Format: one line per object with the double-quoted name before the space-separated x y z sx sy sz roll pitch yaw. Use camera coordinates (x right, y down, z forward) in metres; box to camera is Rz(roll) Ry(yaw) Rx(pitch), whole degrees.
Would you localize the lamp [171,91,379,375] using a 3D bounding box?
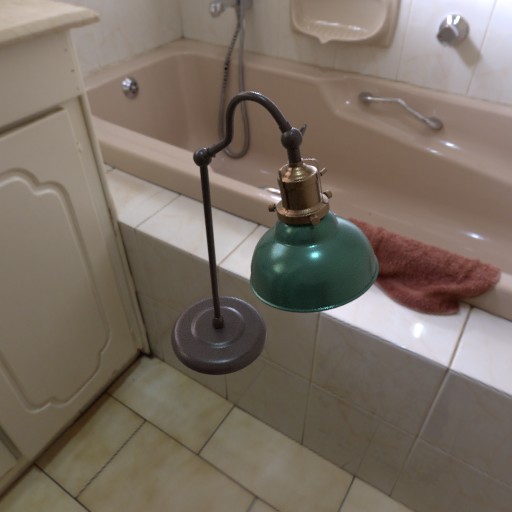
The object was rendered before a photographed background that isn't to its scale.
"lamp" 0.000 0.000 0.689 0.374 0.508 0.192 25 46 26
